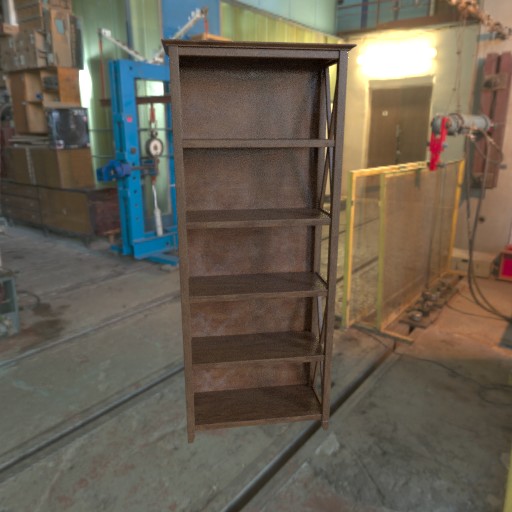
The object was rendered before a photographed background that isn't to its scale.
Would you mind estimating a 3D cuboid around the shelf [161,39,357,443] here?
[{"bbox_3d":[0.000,0.000,2.220,0.805,1.905,0.335,-2,16,-8],"label":"shelf"}]
